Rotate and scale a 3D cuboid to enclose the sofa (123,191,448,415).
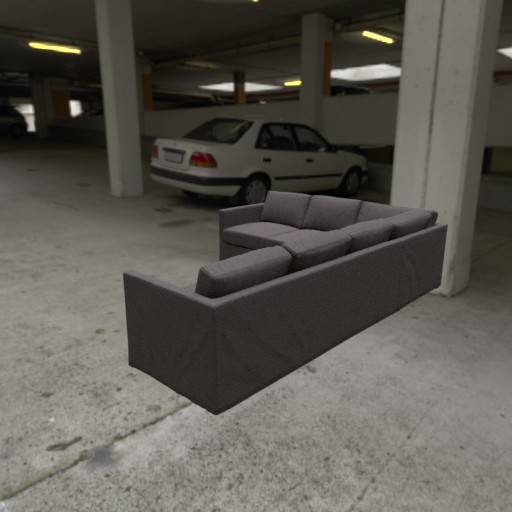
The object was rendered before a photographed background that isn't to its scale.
[{"bbox_3d":[0.000,0.000,4.290,2.432,0.871,3.182,14,20,42],"label":"sofa"}]
